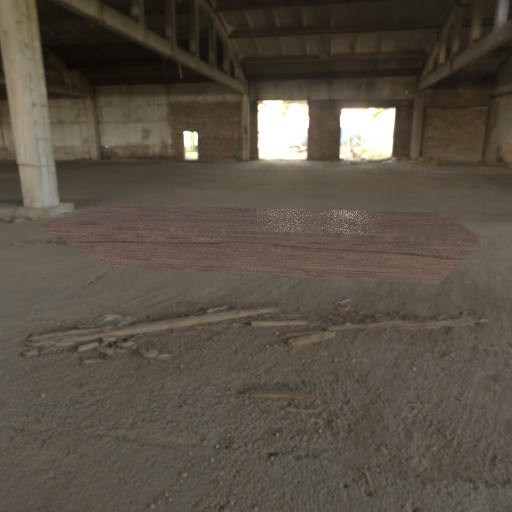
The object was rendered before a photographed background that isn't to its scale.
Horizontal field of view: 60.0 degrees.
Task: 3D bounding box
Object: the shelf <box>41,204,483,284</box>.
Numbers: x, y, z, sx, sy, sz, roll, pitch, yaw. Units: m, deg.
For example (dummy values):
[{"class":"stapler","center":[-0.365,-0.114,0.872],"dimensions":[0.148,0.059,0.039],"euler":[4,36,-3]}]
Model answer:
[{"class":"shelf","center":[0.000,0.000,0.715],"dimensions":[0.610,0.125,0.200],"euler":[2,15,9]}]
